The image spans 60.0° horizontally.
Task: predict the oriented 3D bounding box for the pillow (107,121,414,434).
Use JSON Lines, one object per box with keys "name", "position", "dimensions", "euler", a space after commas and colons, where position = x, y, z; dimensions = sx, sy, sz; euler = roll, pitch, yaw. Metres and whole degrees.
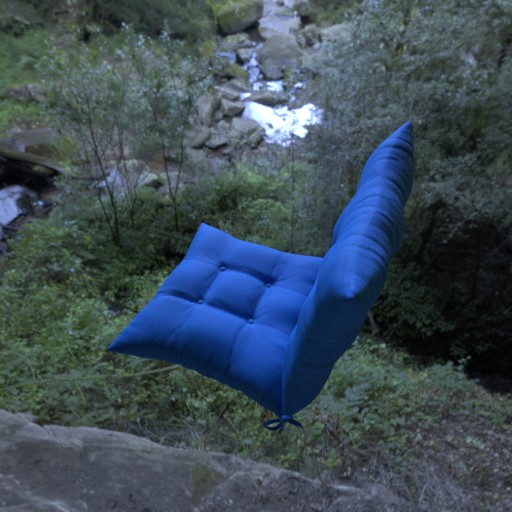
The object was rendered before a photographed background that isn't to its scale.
{"name": "pillow", "position": [0.000, 0.000, 1.016], "dimensions": [0.585, 0.536, 0.541], "euler": [17, 49, 15]}
